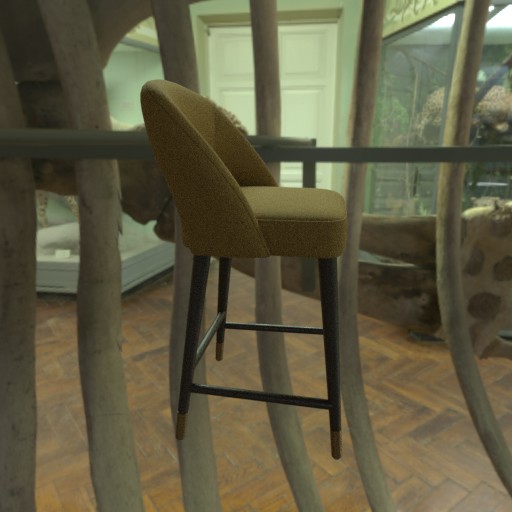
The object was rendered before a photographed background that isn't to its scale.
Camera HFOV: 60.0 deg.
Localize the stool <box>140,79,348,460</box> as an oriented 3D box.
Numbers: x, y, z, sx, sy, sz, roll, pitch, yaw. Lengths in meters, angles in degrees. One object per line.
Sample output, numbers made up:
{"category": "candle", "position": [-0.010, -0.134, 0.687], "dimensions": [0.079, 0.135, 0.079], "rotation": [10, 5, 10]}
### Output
{"category": "stool", "position": [0.000, 0.000, 1.262], "dimensions": [0.522, 0.939, 0.536], "rotation": [3, 16, 9]}
